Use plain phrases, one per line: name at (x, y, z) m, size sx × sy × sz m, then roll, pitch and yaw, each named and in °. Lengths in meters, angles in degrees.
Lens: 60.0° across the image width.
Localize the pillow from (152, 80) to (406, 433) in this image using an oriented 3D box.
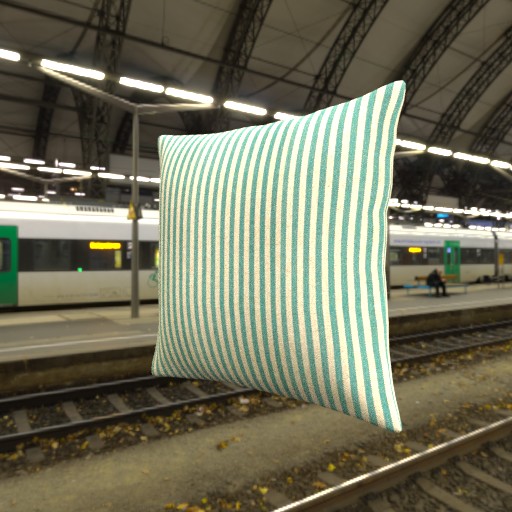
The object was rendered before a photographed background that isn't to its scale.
pillow at (0.000, 0.000, 0.790) m, size 0.523 × 0.510 × 0.166 m, roll 0°, pitch 0°, yaw 35°
